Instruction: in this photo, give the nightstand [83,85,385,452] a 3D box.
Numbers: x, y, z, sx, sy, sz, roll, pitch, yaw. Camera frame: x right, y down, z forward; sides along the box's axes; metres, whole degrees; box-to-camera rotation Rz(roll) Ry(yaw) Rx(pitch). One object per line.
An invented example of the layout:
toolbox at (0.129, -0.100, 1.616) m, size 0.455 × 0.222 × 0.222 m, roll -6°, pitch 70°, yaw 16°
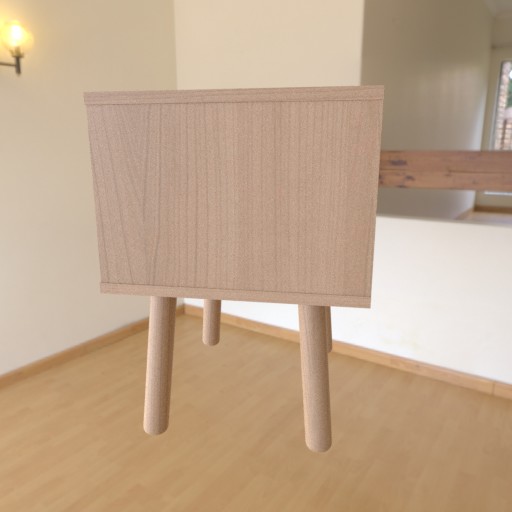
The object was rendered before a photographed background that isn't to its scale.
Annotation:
nightstand at (0.000, 0.000, 0.824) m, size 0.380 × 0.530 × 0.450 m, roll 2°, pitch 14°, yaw 9°
